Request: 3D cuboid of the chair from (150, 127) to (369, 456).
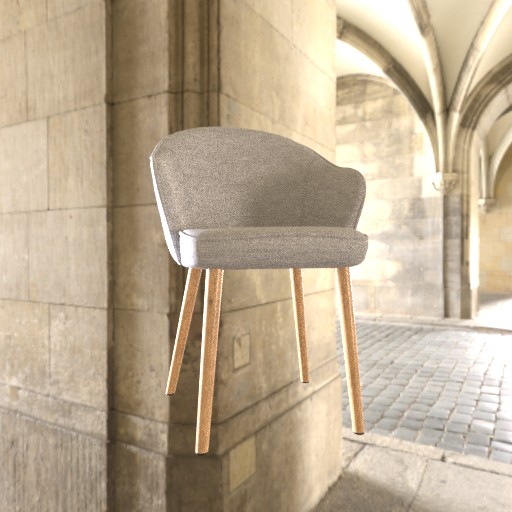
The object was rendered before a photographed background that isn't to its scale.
[{"bbox_3d":[0.000,0.000,1.166,0.540,0.800,0.530,0,1,-16],"label":"chair"}]
